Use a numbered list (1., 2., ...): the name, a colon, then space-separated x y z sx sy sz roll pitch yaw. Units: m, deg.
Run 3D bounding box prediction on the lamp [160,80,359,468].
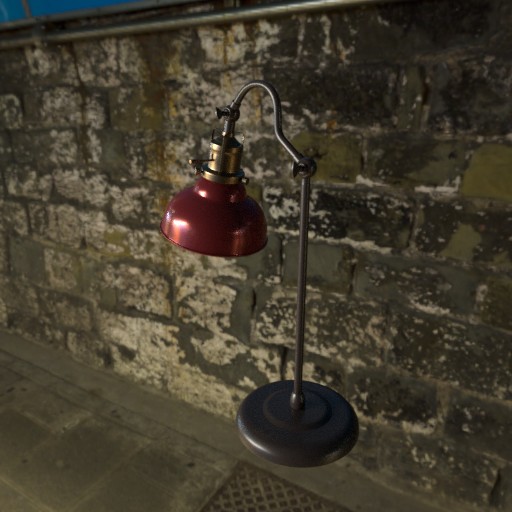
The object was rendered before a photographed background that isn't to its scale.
1. lamp: 0.000 0.000 0.686 0.192 0.508 0.374 -16 23 -42
